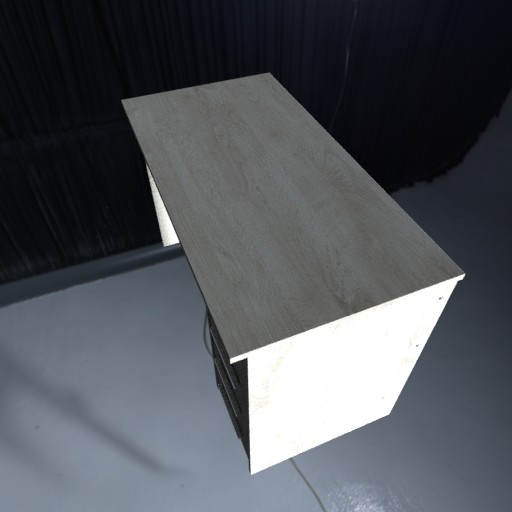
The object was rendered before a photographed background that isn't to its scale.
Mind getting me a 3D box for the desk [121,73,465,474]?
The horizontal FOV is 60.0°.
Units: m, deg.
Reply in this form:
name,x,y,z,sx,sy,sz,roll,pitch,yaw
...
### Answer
name,x,y,z,sx,sy,sz,roll,pitch,yaw
desk,0.000,0.000,1.528,0.560,0.730,1.096,-17,49,-15
